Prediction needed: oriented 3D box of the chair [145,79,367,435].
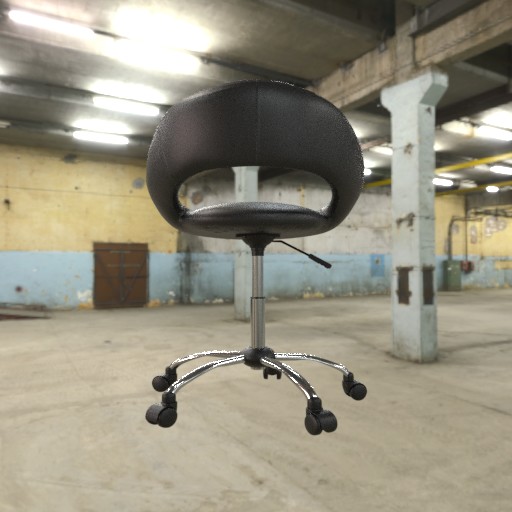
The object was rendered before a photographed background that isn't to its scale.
[{"bbox_3d":[0.000,0.000,1.219,0.612,0.791,0.538,0,-2,-1],"label":"chair"}]
